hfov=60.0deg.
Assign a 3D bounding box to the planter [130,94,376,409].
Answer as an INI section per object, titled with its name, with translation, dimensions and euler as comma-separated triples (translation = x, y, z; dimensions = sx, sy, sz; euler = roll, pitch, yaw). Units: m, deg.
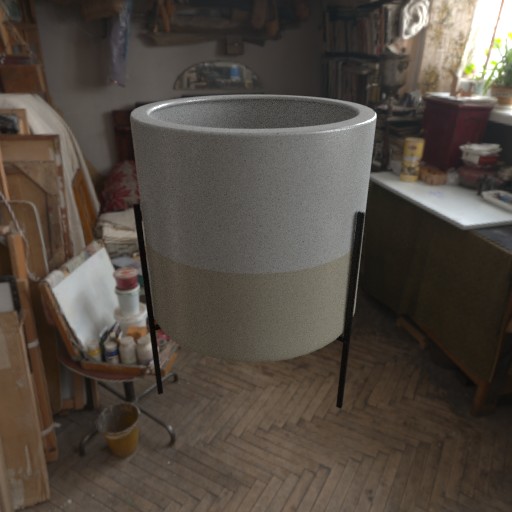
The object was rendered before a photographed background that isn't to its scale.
[planter]
translation = 0.000, 0.000, 0.761
dimensions = 0.368, 0.484, 0.359
euler = 18, 32, 32
